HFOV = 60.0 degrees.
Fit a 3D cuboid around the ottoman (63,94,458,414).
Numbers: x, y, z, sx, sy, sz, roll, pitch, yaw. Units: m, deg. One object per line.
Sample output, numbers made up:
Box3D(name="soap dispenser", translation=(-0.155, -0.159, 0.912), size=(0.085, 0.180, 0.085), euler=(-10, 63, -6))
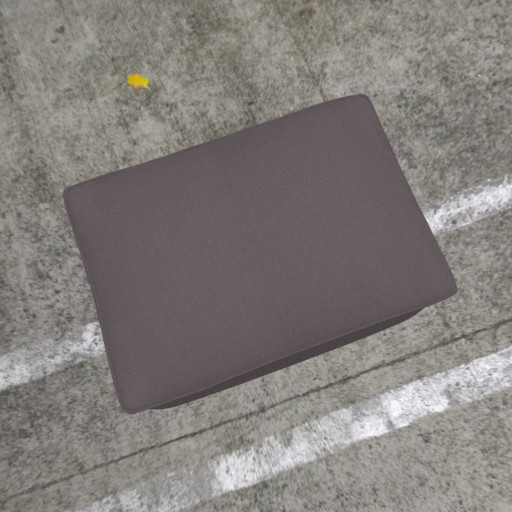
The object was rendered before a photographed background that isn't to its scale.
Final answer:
Box3D(name="ottoman", translation=(0.000, 0.000, 1.007), size=(0.686, 0.406, 0.508), euler=(-19, 77, -5))
